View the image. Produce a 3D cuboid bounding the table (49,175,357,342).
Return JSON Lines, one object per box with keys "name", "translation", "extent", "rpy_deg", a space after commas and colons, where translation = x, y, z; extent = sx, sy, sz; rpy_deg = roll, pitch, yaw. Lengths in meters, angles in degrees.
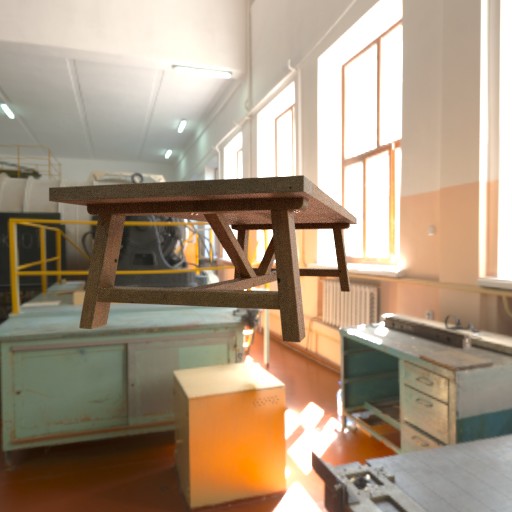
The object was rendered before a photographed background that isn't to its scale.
{"name": "table", "translation": [0.000, 0.000, 2.150], "extent": [0.820, 0.465, 1.800], "rpy_deg": [0, 1, 17]}
